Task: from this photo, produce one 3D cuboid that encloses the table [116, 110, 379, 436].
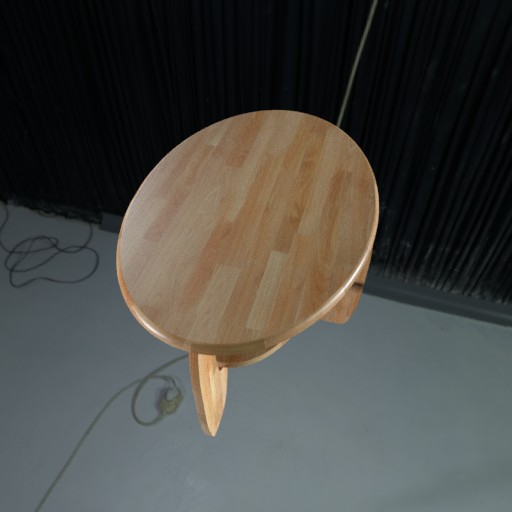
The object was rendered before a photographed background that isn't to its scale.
[{"bbox_3d":[0.000,0.000,1.409,0.690,0.490,1.040,11,46,10],"label":"table"}]
